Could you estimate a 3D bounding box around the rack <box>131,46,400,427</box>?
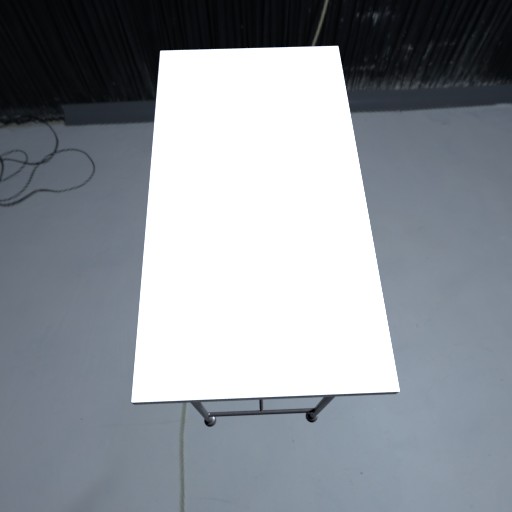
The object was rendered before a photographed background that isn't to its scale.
[{"bbox_3d":[0.000,0.000,1.659,0.613,0.880,1.159,-2,63,-1],"label":"rack"}]
